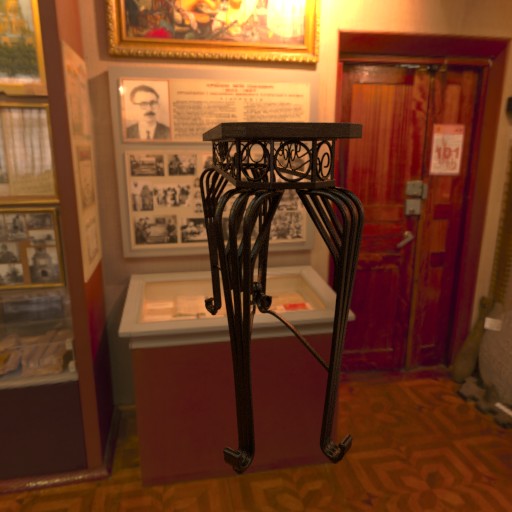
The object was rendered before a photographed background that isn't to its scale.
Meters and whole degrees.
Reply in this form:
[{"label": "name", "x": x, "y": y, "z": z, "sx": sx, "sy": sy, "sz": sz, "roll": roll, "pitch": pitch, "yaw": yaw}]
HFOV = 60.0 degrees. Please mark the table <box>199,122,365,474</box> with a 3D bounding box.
[{"label": "table", "x": 0.000, "y": 0.000, "z": 1.469, "sx": 0.329, "sy": 0.800, "sz": 1.112, "roll": -2, "pitch": 14, "yaw": -9}]
